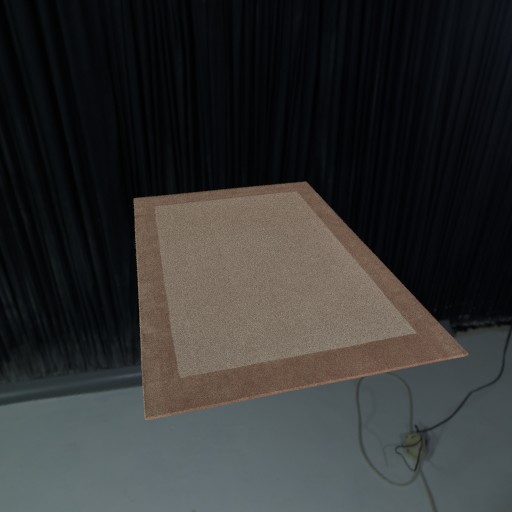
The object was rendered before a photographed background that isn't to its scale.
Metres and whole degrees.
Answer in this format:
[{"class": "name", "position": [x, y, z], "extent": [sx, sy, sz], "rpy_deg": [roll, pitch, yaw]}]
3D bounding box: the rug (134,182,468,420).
[{"class": "rug", "position": [0.000, 0.000, 2.334], "extent": [1.219, 0.014, 1.829], "rpy_deg": [-8, 32, -12]}]
